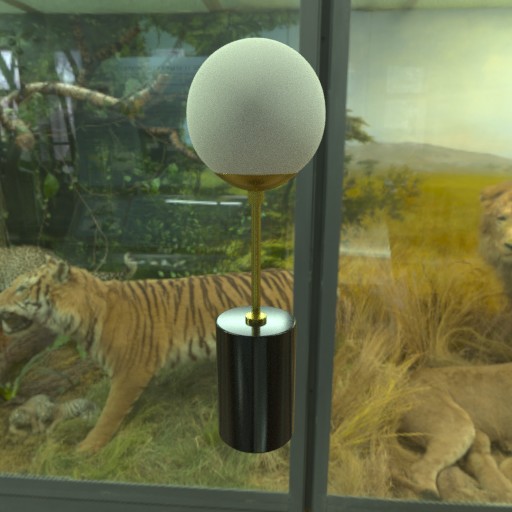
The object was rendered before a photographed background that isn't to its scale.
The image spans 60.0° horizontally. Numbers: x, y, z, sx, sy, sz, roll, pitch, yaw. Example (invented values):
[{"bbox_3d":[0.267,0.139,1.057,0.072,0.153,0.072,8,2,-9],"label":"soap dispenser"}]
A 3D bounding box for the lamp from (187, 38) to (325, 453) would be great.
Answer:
[{"bbox_3d":[0.000,0.000,0.536,0.153,0.480,0.153,0,15,0],"label":"lamp"}]
